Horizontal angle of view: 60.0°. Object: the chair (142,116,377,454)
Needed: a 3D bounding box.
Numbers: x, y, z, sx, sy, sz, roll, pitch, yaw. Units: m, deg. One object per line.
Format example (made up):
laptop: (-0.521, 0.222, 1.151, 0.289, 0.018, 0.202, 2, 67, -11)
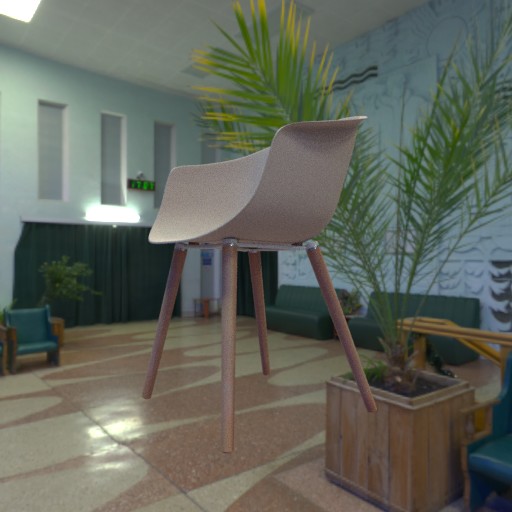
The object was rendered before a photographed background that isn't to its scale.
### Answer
chair: (0.000, 0.000, 1.169, 0.504, 0.781, 0.593, 0, 0, -36)
